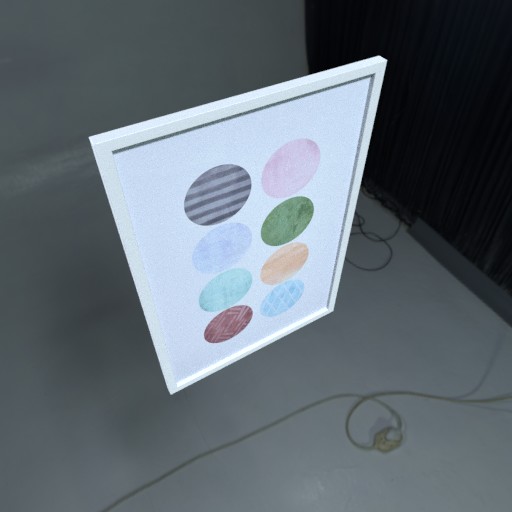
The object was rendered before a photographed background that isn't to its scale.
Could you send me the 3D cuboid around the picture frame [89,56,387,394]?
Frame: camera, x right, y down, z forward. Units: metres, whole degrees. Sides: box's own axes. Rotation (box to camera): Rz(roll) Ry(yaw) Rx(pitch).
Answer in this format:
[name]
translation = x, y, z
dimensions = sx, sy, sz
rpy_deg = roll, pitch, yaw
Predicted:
[picture frame]
translation = 0.000, 0.000, 0.564
dimensions = 0.305, 0.434, 0.013
rpy_deg = -23, 51, -20
